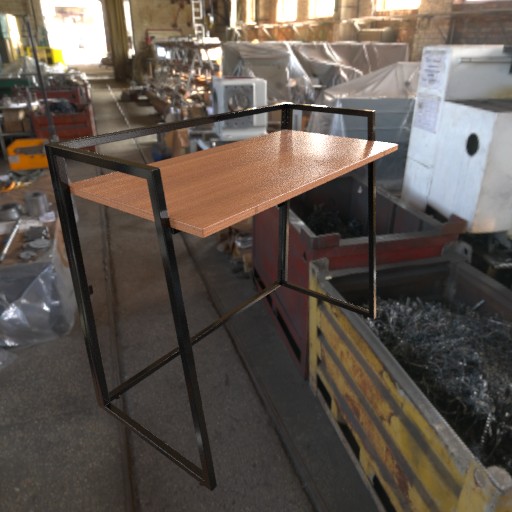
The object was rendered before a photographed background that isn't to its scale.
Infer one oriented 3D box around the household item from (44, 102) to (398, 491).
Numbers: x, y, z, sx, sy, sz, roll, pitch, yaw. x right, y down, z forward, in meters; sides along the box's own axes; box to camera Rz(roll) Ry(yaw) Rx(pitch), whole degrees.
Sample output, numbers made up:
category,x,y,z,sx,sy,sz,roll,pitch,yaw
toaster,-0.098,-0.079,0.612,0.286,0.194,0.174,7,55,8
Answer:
category,x,y,z,sx,sy,sz,roll,pitch,yaw
household item,0.000,0.000,1.507,0.510,0.860,1.050,19,31,33
